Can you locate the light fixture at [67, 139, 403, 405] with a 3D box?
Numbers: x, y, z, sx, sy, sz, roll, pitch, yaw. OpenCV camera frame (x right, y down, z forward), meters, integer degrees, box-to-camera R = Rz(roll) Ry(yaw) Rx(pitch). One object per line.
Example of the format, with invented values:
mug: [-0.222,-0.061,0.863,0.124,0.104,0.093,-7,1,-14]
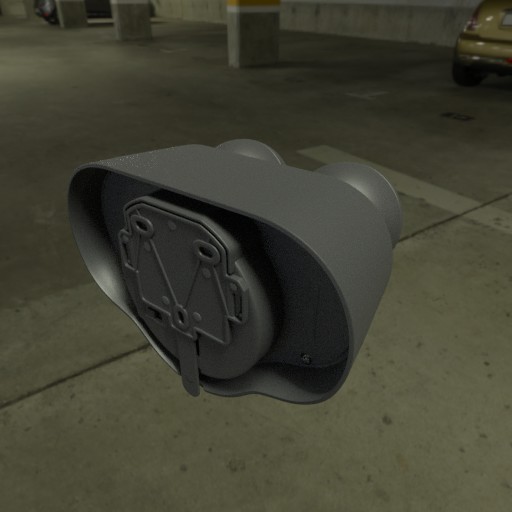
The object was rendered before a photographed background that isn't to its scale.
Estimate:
light fixture: [0.000,0.000,0.331,0.229,0.159,0.159,21,37,31]
